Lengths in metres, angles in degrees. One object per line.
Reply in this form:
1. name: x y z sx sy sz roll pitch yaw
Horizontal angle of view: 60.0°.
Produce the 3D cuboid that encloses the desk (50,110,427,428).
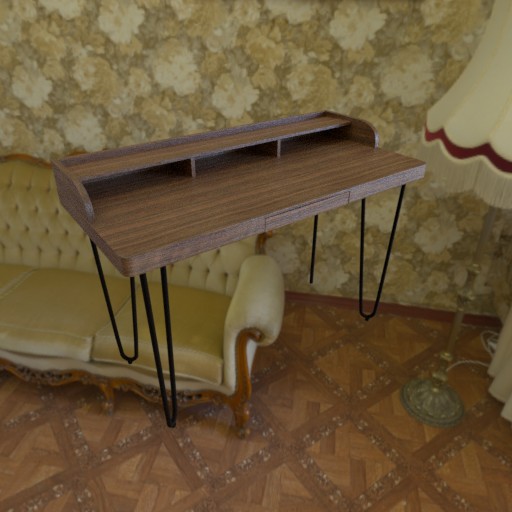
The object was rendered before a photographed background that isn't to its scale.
1. desk: 0.000 0.000 1.723 1.200 0.854 0.565 -20 36 -31
